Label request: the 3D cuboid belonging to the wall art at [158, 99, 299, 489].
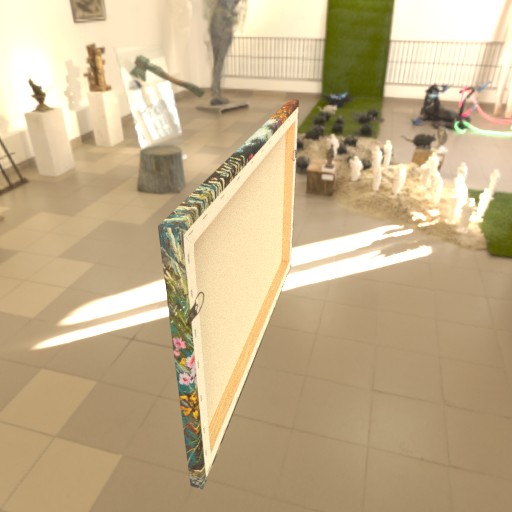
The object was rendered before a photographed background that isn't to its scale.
[{"bbox_3d":[0.000,0.000,1.433,0.042,0.760,1.136,8,31,13],"label":"wall art"}]
